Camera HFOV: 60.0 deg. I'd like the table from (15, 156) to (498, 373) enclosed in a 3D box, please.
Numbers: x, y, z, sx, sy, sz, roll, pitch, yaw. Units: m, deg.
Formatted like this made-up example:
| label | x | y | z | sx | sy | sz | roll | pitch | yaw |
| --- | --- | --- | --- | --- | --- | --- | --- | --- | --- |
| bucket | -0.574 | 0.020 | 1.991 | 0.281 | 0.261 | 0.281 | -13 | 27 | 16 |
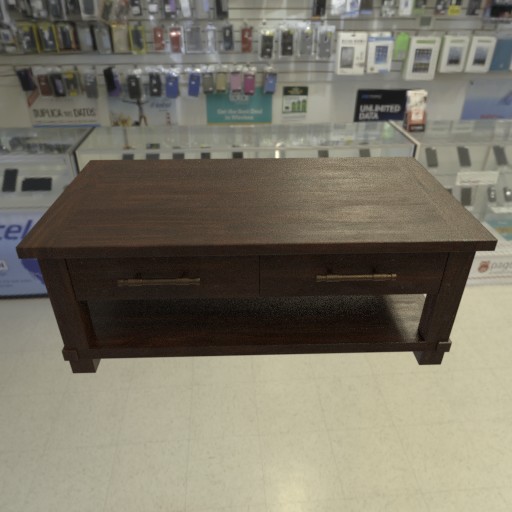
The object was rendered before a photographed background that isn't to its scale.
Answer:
| label | x | y | z | sx | sy | sz | roll | pitch | yaw |
| --- | --- | --- | --- | --- | --- | --- | --- | --- | --- |
| table | 0.000 | 0.000 | 1.582 | 1.270 | 0.494 | 0.700 | -1 | 31 | -2 |
